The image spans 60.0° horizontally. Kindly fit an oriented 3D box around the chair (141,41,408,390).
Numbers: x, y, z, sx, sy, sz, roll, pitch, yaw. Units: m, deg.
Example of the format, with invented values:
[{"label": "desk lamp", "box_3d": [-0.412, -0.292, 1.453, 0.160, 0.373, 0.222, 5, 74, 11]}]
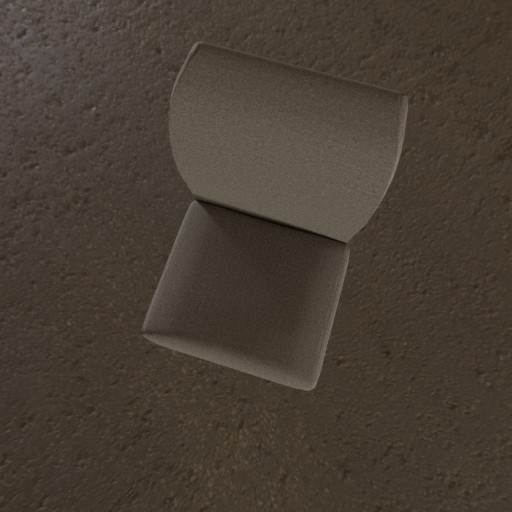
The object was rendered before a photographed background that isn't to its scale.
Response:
[{"label": "chair", "box_3d": [0.000, 0.000, 1.183, 0.513, 0.804, 0.592, 15, 74, 4]}]
